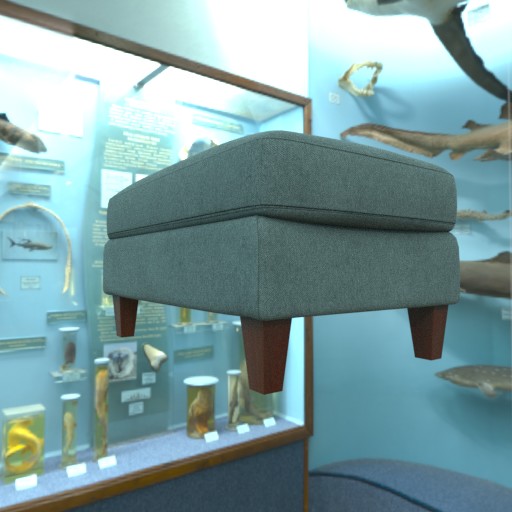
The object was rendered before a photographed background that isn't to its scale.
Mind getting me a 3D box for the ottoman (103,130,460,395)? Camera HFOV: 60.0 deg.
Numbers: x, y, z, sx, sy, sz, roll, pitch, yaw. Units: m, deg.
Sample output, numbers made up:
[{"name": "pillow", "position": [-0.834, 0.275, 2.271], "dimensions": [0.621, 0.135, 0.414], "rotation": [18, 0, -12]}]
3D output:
[{"name": "ottoman", "position": [0.000, 0.000, 1.200], "dimensions": [0.584, 0.483, 0.864], "rotation": [1, -2, -35]}]
